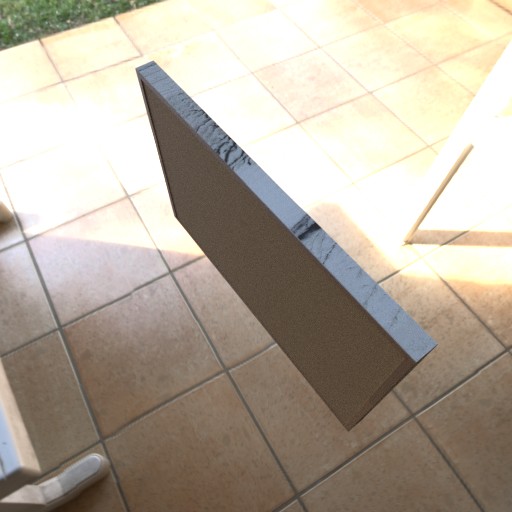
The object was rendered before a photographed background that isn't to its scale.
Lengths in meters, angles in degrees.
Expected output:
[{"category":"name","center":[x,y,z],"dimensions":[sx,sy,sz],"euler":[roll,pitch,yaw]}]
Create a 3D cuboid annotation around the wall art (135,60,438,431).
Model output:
[{"category":"wall art","center":[0.000,0.000,0.775],"dimensions":[0.035,0.407,0.613],"euler":[-33,64,-18]}]
